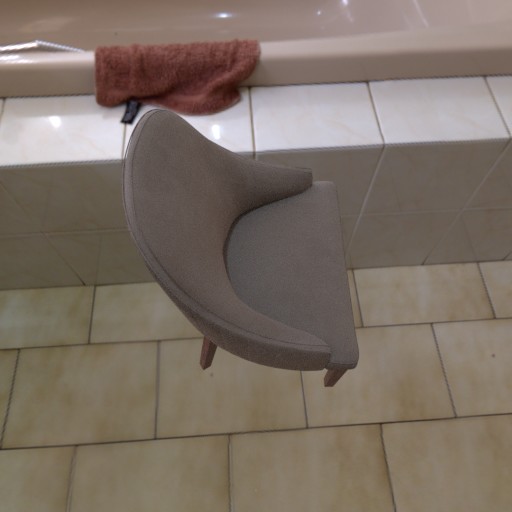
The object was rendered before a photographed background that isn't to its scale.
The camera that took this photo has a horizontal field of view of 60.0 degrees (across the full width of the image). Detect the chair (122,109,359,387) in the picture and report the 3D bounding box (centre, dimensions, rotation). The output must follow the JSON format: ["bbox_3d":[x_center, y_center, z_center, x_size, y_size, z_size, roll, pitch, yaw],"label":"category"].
[{"bbox_3d":[0.000,0.000,1.333,0.575,0.889,0.643,-1,62,-1],"label":"chair"}]
